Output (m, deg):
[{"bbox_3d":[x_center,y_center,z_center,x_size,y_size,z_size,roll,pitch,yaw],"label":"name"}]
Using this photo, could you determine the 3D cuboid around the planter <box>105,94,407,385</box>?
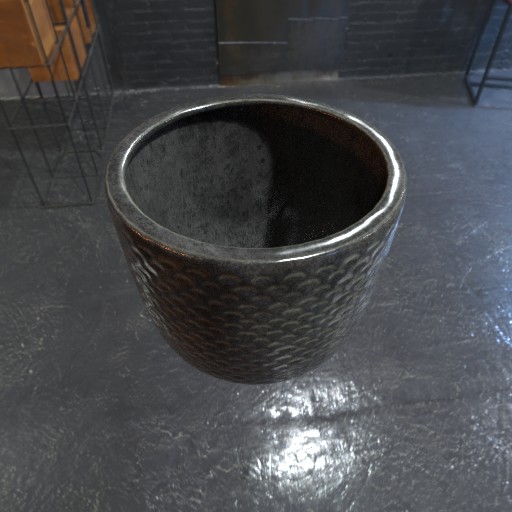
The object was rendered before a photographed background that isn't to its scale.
[{"bbox_3d":[0.000,0.000,0.252,0.140,0.129,0.140,0,45,0],"label":"planter"}]
